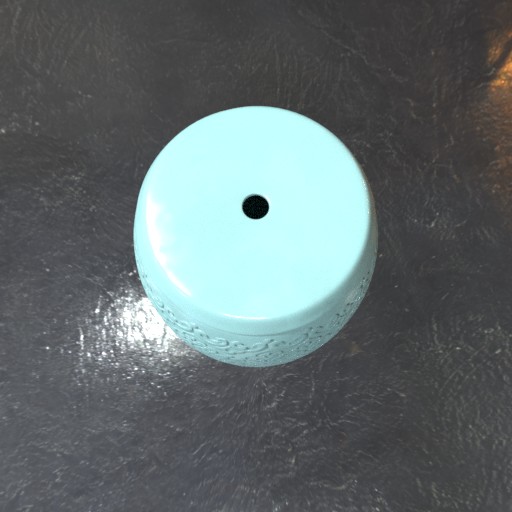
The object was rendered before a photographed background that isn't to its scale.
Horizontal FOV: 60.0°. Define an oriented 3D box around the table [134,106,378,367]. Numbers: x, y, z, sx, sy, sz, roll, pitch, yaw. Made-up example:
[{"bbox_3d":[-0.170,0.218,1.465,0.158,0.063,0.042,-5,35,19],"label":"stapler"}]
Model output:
[{"bbox_3d":[0.000,0.000,0.635,0.309,0.397,0.309,0,75,0],"label":"table"}]
